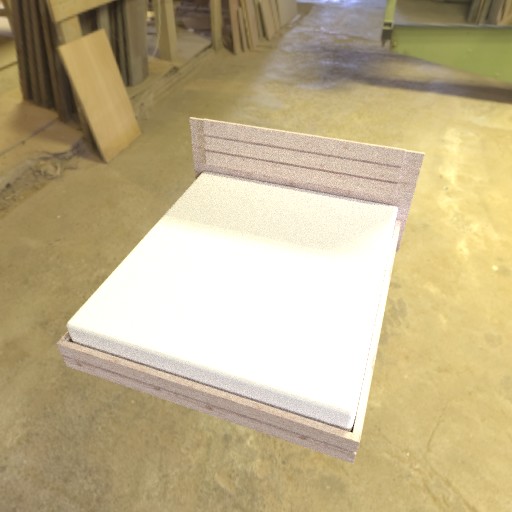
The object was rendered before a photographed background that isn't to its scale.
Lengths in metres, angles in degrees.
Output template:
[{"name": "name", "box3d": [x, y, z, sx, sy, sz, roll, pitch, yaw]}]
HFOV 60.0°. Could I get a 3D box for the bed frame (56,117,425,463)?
[{"name": "bed frame", "box3d": [0.000, 0.000, 3.138, 1.950, 0.970, 2.080, 13, 42, 15]}]
